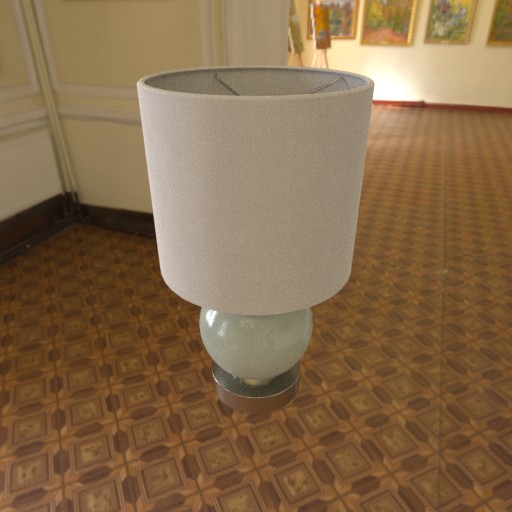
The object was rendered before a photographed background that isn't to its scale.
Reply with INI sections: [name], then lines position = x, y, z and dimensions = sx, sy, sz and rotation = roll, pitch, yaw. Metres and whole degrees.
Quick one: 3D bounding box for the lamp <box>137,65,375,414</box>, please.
[lamp]
position = 0.000, 0.000, 0.469
dimensions = 0.201, 0.353, 0.201
rotation = 18, 34, 29
